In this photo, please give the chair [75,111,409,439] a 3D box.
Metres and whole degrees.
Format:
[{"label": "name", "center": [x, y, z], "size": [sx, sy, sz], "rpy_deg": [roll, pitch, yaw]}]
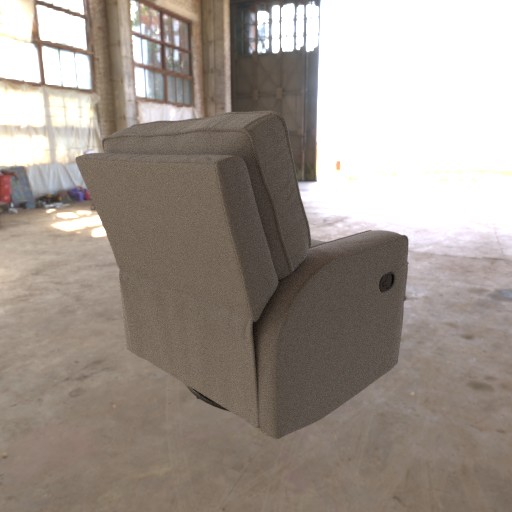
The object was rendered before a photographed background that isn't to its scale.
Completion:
[{"label": "chair", "center": [0.000, 0.000, 1.635], "size": [0.861, 0.964, 0.969], "rpy_deg": [13, 19, 43]}]
